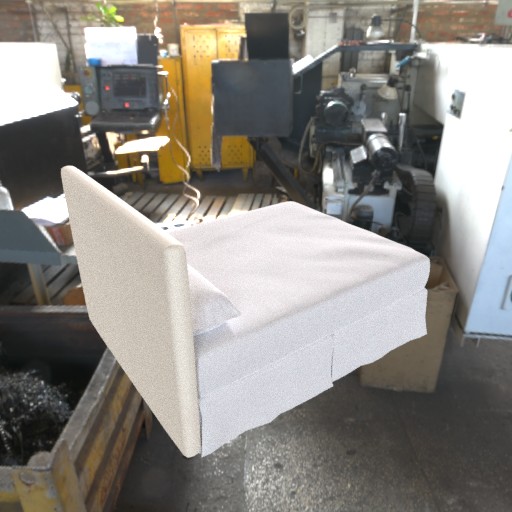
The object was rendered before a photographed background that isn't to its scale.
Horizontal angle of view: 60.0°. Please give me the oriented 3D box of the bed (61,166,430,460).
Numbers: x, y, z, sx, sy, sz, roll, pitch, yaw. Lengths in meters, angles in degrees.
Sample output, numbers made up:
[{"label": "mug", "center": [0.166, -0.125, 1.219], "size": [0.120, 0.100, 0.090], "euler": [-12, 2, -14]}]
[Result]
[{"label": "bed", "center": [0.000, 0.000, 3.254], "size": [2.142, 1.330, 1.713], "euler": [-18, 31, -32]}]
